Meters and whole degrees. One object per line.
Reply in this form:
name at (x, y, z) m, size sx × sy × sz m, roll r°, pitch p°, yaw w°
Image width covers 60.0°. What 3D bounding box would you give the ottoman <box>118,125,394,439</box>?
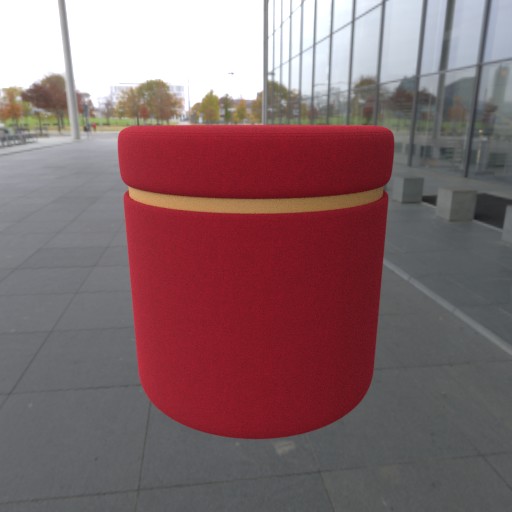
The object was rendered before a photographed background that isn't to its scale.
ottoman at (0.000, 0.000, 0.718) m, size 0.400 × 0.406 × 0.400 m, roll 0°, pitch 17°, yaw 0°
